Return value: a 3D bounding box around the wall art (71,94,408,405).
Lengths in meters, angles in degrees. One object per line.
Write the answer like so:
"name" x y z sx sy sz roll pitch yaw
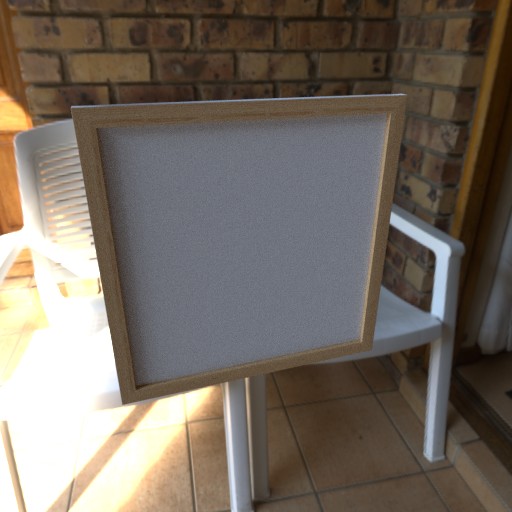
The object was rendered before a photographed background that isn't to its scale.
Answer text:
"wall art" 0.000 0.000 1.140 0.762 0.762 0.027 -8 27 -16
